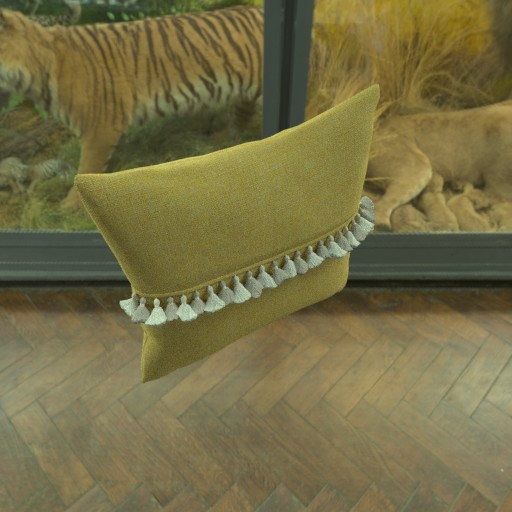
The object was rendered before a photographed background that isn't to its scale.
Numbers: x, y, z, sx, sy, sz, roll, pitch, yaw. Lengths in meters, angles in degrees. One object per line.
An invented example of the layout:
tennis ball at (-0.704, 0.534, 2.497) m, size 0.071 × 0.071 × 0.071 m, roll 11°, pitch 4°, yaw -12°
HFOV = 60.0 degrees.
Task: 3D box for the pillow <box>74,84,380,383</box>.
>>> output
pillow at (0.000, 0.000, 0.753) m, size 0.485 × 0.481 × 0.167 m, roll -23°, pitch 50°, yaw -21°
